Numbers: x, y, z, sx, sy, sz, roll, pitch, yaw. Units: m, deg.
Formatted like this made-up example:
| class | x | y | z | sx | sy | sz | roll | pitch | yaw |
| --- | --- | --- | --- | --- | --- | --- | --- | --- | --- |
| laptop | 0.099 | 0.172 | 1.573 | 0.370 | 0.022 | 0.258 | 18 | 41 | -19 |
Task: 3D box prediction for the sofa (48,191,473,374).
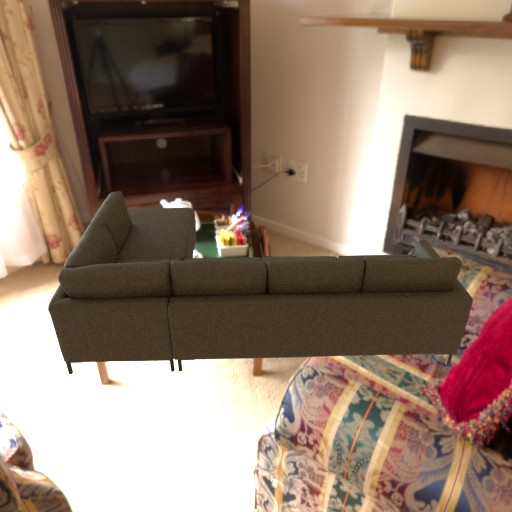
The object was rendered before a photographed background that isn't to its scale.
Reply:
| class | x | y | z | sx | sy | sz | roll | pitch | yaw |
| --- | --- | --- | --- | --- | --- | --- | --- | --- | --- |
| sofa | 0.000 | 0.000 | 3.954 | 2.972 | 0.858 | 1.984 | -1 | 30 | -2 |
